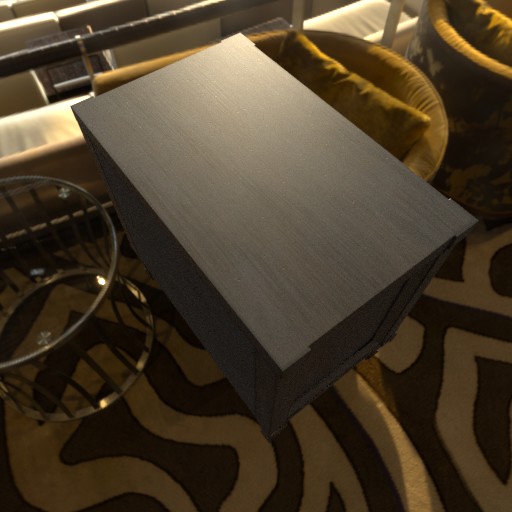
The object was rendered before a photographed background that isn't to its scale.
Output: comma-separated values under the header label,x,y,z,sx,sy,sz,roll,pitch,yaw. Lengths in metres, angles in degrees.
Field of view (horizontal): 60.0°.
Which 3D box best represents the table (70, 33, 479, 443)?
label,x,y,z,sx,sy,sz,roll,pitch,yaw
table,0.000,0.000,1.070,0.413,0.660,0.660,-33,64,-19
